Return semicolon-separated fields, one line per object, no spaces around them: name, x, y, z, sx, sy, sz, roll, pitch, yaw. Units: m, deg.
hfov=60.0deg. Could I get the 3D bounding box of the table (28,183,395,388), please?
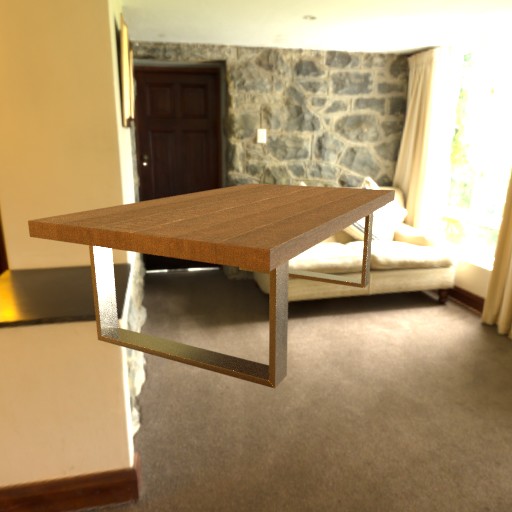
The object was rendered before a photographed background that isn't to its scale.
table;0.000;0.000;1.793;0.800;0.440;1.400;7;16;27
